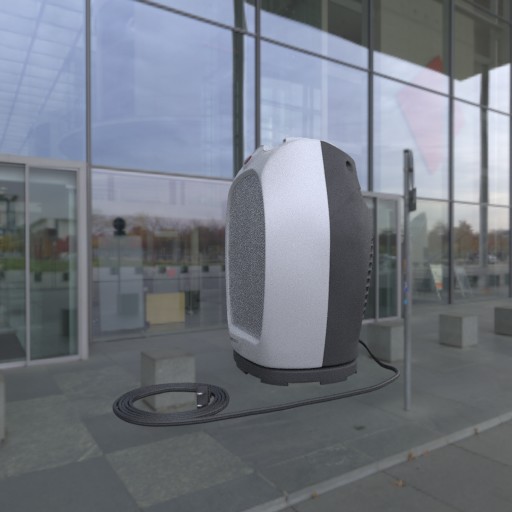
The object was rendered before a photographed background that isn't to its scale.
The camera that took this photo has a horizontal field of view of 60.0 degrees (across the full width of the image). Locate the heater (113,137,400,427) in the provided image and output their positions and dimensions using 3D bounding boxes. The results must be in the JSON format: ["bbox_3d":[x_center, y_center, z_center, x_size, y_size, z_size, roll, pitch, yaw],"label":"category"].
[{"bbox_3d":[0.000,0.000,0.472,0.291,0.255,0.239,0,1,-18],"label":"heater"}]
